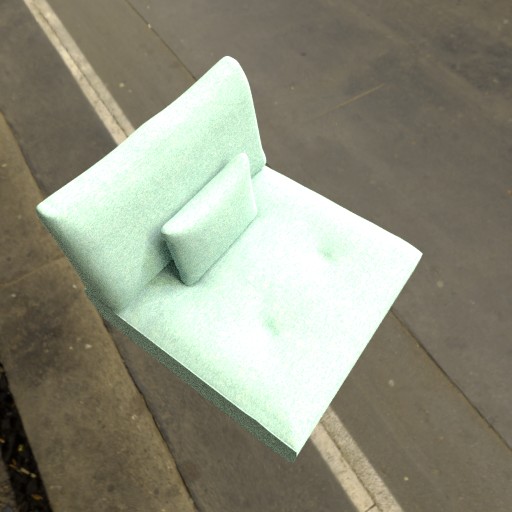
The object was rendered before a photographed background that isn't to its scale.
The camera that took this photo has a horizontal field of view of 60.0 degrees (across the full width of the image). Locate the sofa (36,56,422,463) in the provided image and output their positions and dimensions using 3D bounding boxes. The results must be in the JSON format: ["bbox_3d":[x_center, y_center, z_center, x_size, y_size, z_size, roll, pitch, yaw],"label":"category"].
[{"bbox_3d":[0.000,0.000,1.653,1.000,0.820,0.930,32,63,18],"label":"sofa"}]
